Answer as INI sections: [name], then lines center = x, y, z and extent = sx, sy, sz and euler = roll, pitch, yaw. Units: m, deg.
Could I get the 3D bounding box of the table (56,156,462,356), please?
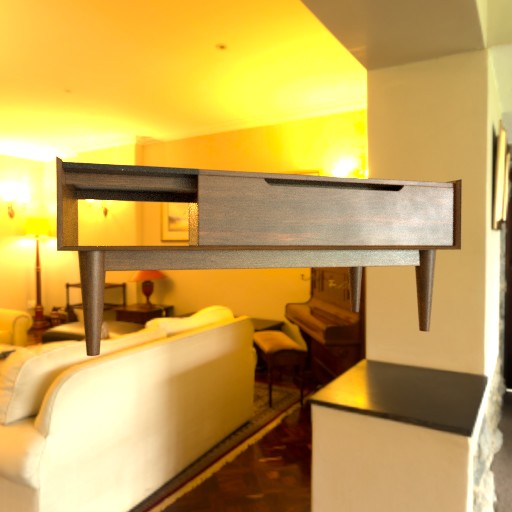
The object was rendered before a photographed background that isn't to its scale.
[table]
center = 0.000, 0.000, 1.558
extent = 1.221, 0.508, 0.610
euler = 0, 1, -18
